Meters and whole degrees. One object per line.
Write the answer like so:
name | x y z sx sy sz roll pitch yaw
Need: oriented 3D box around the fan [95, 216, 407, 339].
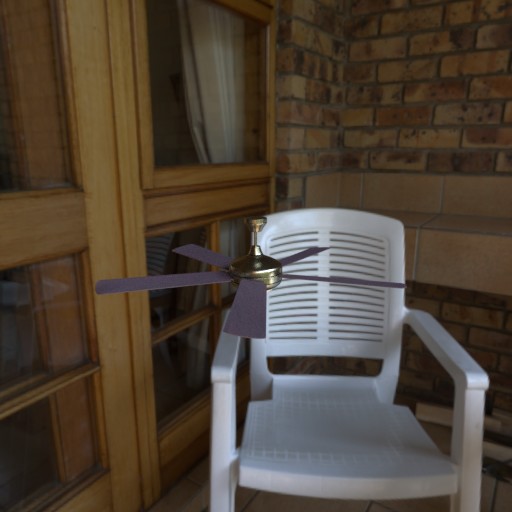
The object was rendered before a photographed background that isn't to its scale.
fan | 0.000 0.000 2.049 1.321 0.356 1.321 7 16 26
